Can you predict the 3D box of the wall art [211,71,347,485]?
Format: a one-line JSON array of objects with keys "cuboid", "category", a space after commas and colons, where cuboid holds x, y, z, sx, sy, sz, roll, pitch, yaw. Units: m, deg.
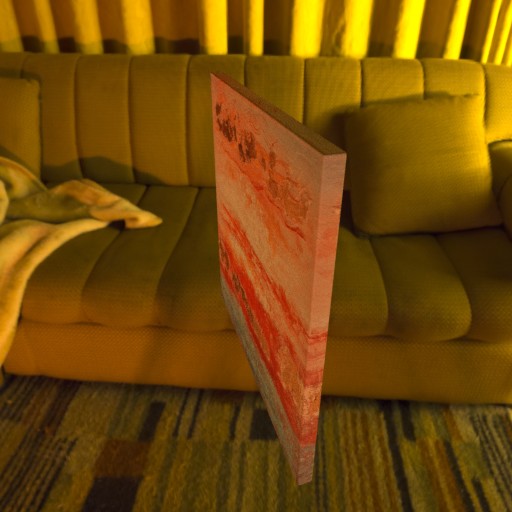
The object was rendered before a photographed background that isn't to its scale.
[{"cuboid": [0.000, 0.000, 1.094, 0.035, 0.747, 0.747, -9, 32, -14], "category": "wall art"}]
